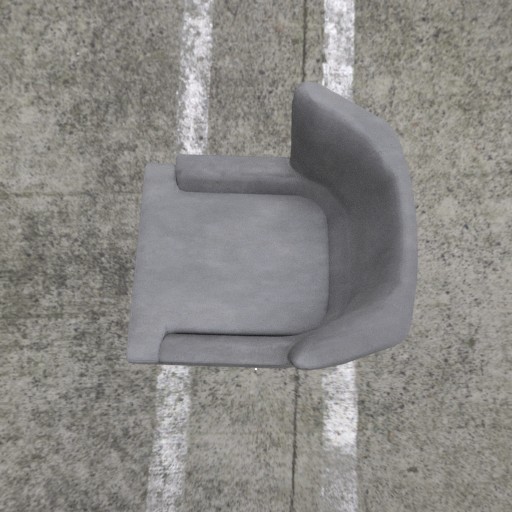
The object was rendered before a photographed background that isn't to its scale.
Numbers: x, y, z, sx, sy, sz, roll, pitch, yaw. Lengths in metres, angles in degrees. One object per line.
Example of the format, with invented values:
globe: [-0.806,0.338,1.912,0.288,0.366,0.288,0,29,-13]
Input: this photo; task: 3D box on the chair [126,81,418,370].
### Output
chair: [0.000,0.000,1.591,0.906,0.950,0.784,2,76,0]
